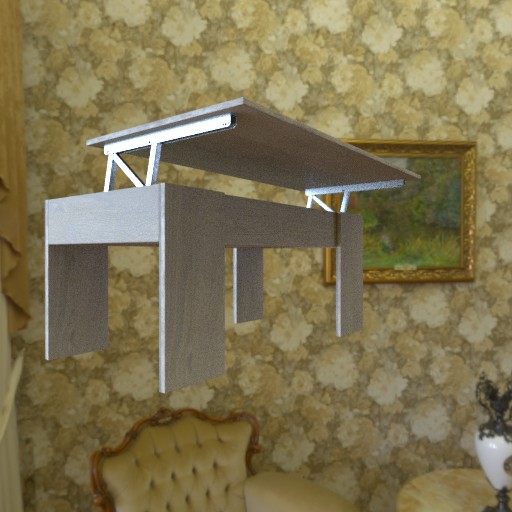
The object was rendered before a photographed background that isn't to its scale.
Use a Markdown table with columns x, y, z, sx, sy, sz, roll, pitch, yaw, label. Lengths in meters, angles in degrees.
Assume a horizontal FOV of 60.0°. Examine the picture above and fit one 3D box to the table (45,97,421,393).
| x | y | z | sx | sy | sz | roll | pitch | yaw | label |
| --- | --- | --- | --- | --- | --- | --- | --- | --- | --- |
| 0.000 | 0.000 | 1.398 | 0.711 | 0.570 | 1.000 | 0 | 0 | 37 | table |
